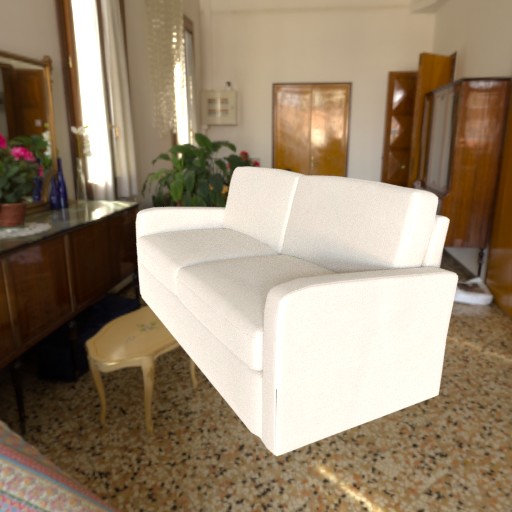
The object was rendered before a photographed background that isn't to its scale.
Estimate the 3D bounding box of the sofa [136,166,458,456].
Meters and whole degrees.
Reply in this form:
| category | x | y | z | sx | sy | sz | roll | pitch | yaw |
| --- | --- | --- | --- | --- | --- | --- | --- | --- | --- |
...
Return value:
| category | x | y | z | sx | sy | sz | roll | pitch | yaw |
| --- | --- | --- | --- | --- | --- | --- | --- | --- | --- |
| sofa | 0.000 | 0.000 | 2.294 | 0.894 | 0.831 | 1.808 | -8 | 17 | -27 |
